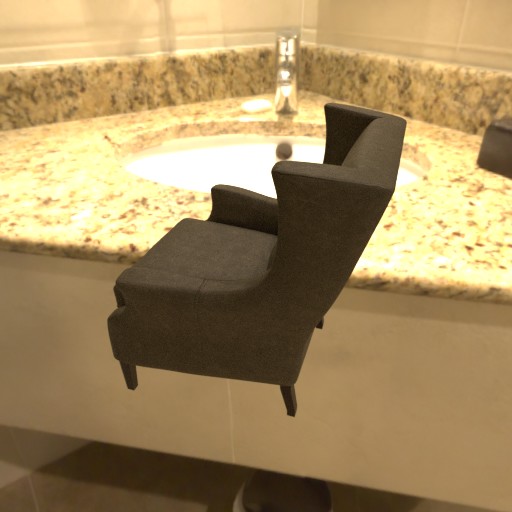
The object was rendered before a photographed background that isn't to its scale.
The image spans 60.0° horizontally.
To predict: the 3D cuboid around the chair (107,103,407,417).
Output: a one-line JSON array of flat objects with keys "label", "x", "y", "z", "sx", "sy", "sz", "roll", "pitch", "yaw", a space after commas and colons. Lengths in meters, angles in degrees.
[{"label": "chair", "x": 0.000, "y": 0.000, "z": 1.703, "sx": 0.926, "sy": 1.016, "sz": 0.853, "roll": 10, "pitch": 33, "yaw": 16}]
